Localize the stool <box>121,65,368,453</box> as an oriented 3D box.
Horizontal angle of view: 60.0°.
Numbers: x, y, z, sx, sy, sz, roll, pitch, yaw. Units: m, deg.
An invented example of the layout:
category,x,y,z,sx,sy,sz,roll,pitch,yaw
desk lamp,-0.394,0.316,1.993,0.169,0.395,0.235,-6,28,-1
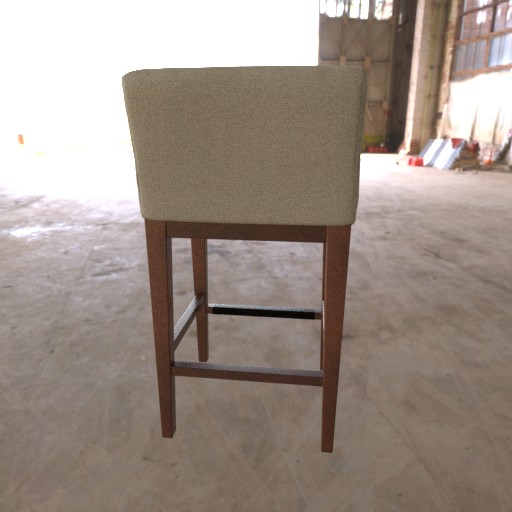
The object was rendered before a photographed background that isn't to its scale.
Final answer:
category,x,y,z,sx,sy,sz,roll,pitch,yaw
stool,0.000,0.000,1.233,0.511,0.937,0.500,2,17,7
